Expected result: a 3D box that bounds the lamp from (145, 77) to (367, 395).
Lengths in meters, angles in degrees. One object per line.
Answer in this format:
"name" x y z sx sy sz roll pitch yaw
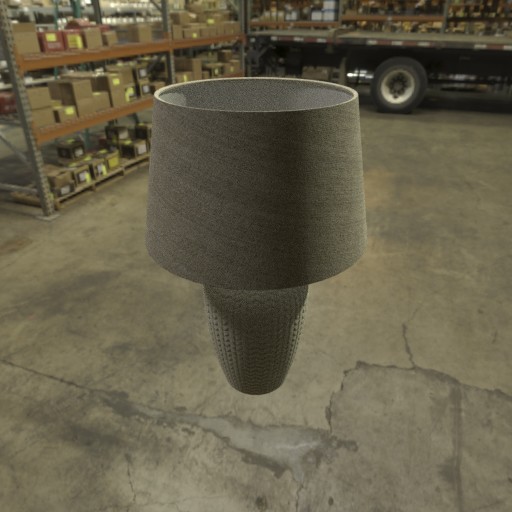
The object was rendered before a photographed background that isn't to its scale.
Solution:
"lamp" 0.000 0.000 0.822 0.390 0.580 0.390 0 29 0
